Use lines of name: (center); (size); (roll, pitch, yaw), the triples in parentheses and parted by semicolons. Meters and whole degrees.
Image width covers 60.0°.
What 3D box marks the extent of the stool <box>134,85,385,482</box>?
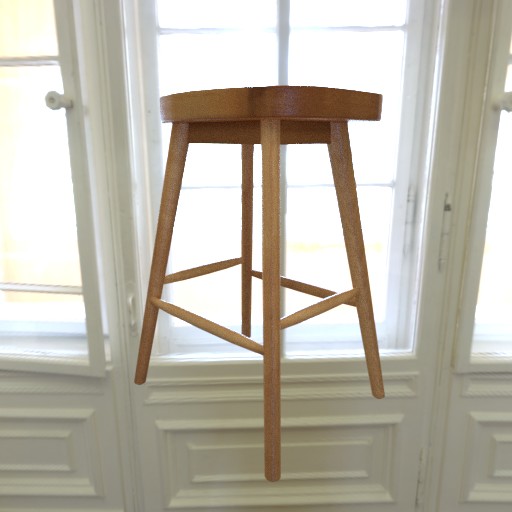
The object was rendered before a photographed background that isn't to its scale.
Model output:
stool: (0.000, 0.000, 0.905); (0.361, 0.615, 0.440); (-14, 21, -43)
